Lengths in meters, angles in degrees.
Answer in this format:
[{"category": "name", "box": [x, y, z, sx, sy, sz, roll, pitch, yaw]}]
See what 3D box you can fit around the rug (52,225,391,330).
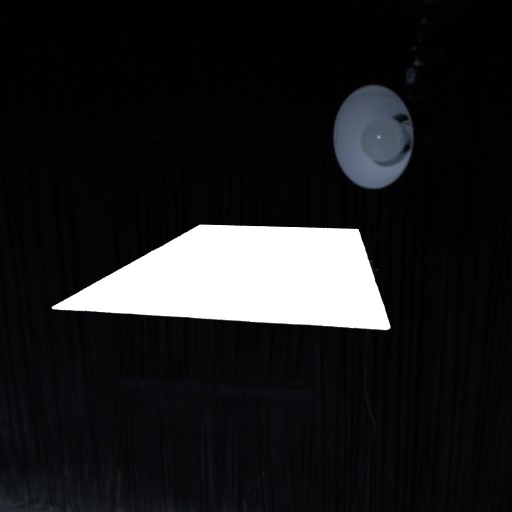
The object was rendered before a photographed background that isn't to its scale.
[{"category": "rug", "box": [0.000, 0.000, 3.120, 1.546, 0.010, 2.442, 2, 13, 9]}]
